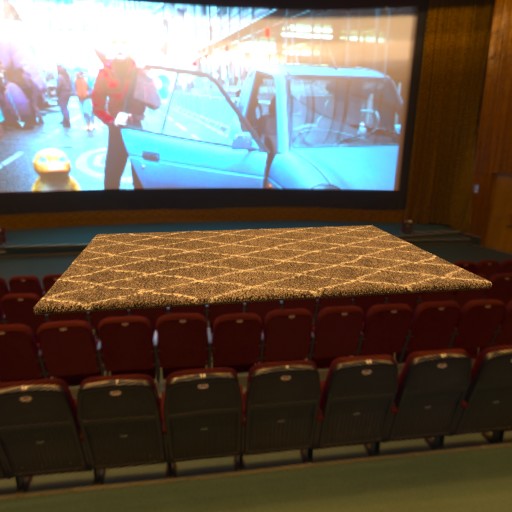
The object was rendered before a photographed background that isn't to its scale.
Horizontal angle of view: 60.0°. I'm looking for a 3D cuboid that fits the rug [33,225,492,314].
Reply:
[{"bbox_3d":[0.000,0.000,2.262,1.778,0.030,1.219,-2,15,-9],"label":"rug"}]
